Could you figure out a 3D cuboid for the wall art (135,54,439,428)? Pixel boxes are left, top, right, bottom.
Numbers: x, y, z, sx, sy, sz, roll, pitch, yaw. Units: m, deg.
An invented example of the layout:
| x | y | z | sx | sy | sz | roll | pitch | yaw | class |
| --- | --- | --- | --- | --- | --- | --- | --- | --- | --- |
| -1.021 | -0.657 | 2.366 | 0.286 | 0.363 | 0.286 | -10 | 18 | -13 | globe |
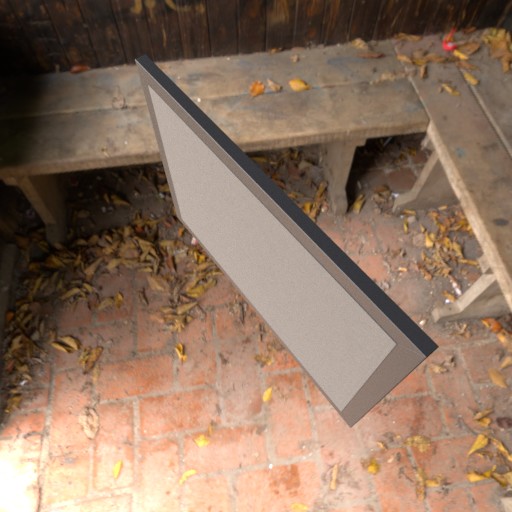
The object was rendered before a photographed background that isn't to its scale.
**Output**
| x | y | z | sx | sy | sz | roll | pitch | yaw | class |
| --- | --- | --- | --- | --- | --- | --- | --- | --- | --- |
| 0.000 | 0.000 | 0.547 | 0.016 | 0.306 | 0.432 | -33 | 65 | -18 | wall art |
